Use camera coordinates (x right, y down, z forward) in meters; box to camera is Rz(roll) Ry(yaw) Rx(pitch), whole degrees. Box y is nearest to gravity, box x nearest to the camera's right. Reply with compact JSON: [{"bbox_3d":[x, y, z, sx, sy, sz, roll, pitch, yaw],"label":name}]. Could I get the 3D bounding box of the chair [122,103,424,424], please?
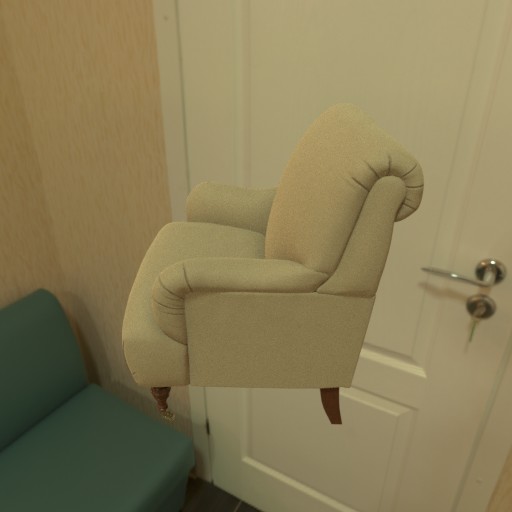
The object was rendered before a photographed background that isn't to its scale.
[{"bbox_3d":[0.000,0.000,1.564,0.842,0.942,0.766,0,28,0],"label":"chair"}]
